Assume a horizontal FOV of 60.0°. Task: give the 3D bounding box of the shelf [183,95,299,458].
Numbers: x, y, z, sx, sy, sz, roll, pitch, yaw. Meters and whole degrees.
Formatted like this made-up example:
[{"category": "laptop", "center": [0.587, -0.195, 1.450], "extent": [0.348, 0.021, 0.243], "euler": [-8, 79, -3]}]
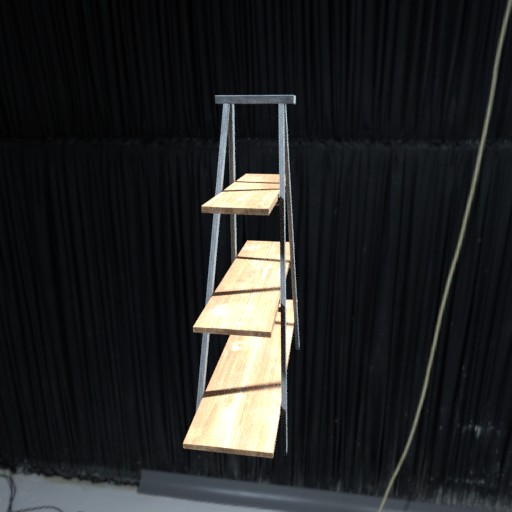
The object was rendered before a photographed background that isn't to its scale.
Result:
[{"category": "shelf", "center": [0.000, 0.000, 2.658], "extent": [0.508, 1.808, 1.746], "euler": [3, 18, 8]}]
